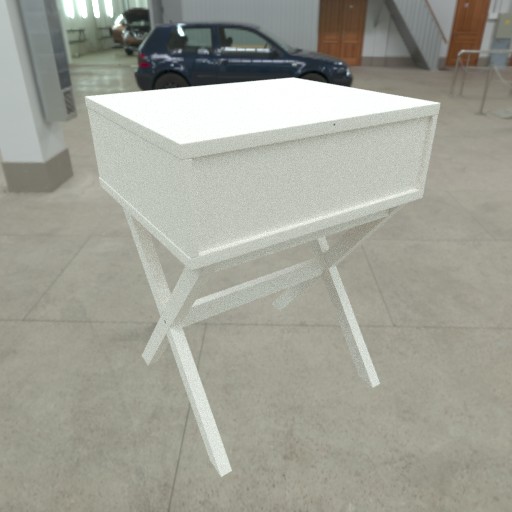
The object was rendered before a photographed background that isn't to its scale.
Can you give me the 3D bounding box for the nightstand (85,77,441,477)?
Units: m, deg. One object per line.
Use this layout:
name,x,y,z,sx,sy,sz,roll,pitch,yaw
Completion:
nightstand,0.000,0.000,0.923,0.479,0.623,0.402,-18,33,-29
